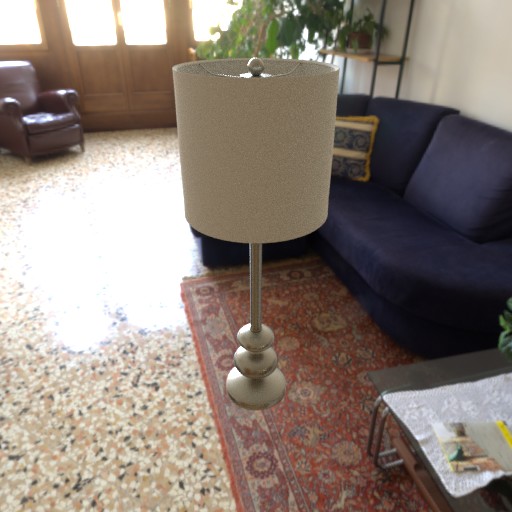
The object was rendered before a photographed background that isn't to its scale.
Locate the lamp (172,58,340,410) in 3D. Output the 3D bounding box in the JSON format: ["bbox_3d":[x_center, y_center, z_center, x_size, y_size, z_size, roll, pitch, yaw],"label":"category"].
[{"bbox_3d":[0.000,0.000,0.842,0.254,0.690,0.254,22,36,33],"label":"lamp"}]
